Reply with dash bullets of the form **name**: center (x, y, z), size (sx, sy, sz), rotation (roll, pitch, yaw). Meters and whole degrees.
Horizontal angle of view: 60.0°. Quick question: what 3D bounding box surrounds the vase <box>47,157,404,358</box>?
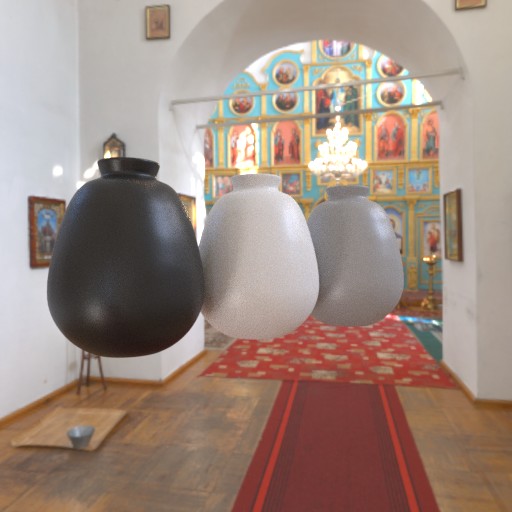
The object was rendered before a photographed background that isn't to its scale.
- **vase**: center (0.000, 0.000, 0.345), size (0.297, 0.122, 0.097), rotation (0, 1, -34)
